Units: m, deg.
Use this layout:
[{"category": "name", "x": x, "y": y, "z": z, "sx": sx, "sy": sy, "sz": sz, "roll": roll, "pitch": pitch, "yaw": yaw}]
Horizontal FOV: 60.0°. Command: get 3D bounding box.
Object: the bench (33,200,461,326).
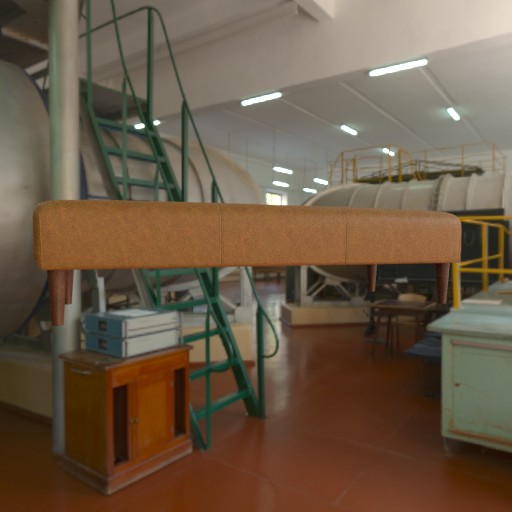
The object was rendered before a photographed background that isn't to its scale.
[{"category": "bench", "x": 0.000, "y": 0.000, "z": 1.850, "sx": 1.610, "sy": 0.399, "sz": 0.653, "roll": -1, "pitch": 2, "yaw": -20}]
